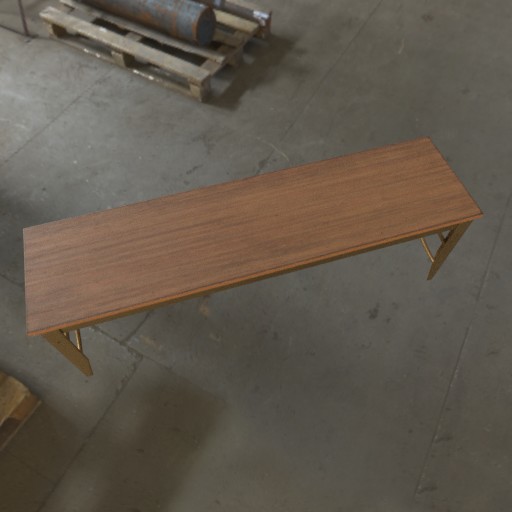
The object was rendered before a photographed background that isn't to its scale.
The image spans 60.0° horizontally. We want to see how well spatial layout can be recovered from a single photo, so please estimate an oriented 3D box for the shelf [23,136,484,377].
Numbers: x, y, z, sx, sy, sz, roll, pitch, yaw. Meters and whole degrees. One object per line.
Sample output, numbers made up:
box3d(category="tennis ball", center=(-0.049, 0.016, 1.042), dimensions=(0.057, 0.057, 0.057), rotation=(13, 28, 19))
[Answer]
box3d(category="shelf", center=(0.000, 0.000, 0.712), dimensions=(0.636, 0.190, 0.166), rotation=(-14, 59, -9))
